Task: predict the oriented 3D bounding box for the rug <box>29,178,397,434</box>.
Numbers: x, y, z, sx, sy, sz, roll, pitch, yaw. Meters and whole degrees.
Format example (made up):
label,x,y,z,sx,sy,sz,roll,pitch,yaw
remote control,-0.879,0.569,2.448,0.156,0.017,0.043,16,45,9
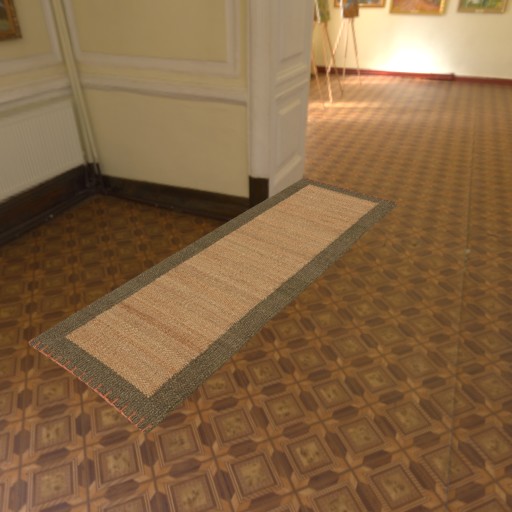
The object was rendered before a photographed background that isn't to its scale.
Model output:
label,x,y,z,sx,sy,sz,roll,pitch,yaw
rug,0.000,0.000,2.621,0.810,0.016,2.413,22,38,30
